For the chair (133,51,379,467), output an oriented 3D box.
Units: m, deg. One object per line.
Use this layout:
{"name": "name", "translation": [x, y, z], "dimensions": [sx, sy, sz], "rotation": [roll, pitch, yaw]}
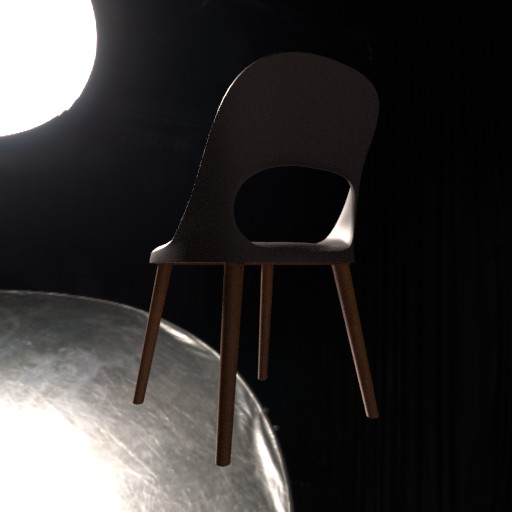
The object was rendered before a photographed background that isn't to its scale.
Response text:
{"name": "chair", "translation": [0.000, 0.000, 1.121], "dimensions": [0.470, 0.794, 0.556], "rotation": [1, -1, -36]}
